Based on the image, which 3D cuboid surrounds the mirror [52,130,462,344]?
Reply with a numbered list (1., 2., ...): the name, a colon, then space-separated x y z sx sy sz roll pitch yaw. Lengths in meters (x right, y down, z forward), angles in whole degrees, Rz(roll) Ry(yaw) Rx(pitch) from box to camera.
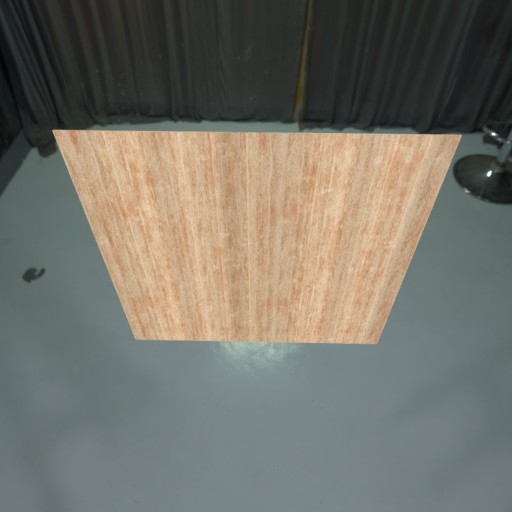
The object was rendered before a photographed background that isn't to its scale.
1. mirror: 0.000 0.000 0.964 0.651 0.651 0.047 1 49 1
